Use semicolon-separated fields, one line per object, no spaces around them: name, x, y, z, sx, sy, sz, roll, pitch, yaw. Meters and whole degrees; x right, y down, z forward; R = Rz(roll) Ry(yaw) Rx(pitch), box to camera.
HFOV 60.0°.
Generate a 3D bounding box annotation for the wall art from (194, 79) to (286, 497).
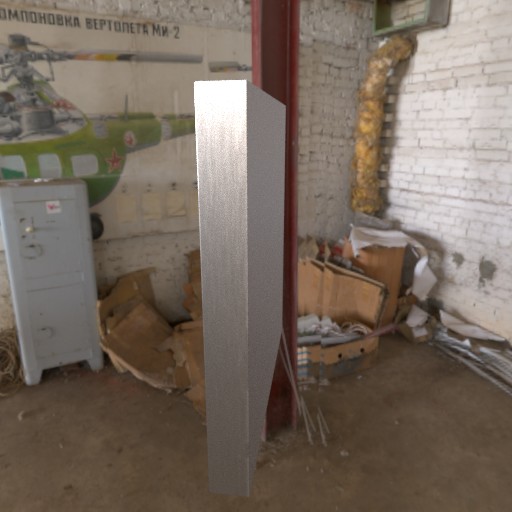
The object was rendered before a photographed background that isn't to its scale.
wall art;0.000;0.000;0.519;0.038;0.350;0.350;2;16;8
